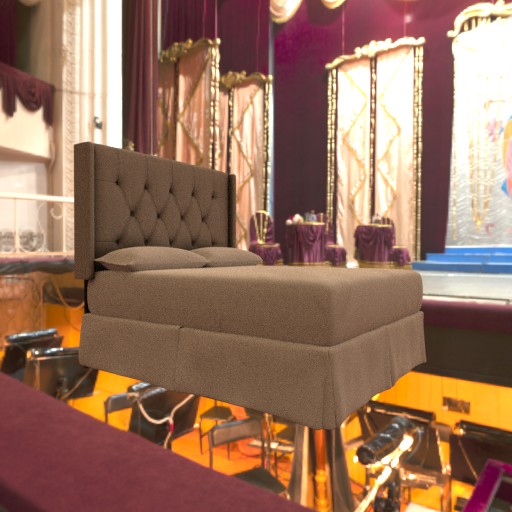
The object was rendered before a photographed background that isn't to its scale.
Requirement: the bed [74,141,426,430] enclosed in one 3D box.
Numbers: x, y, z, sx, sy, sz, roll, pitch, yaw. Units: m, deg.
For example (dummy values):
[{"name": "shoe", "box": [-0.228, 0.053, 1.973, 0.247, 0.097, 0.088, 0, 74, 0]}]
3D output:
[{"name": "bed", "box": [0.000, 0.000, 3.301, 2.066, 1.665, 1.719, 1, 1, 36]}]
